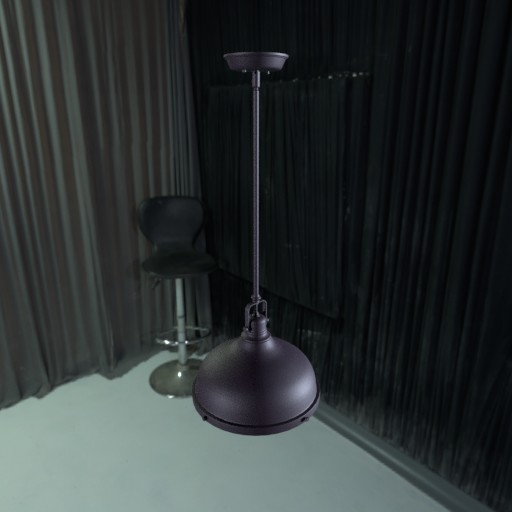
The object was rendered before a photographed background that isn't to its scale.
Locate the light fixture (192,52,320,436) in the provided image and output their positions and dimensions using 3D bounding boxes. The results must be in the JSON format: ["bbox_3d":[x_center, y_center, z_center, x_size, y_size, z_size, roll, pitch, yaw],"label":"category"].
[{"bbox_3d":[0.000,0.000,1.026,0.341,0.849,0.341,-17,25,-42],"label":"light fixture"}]
